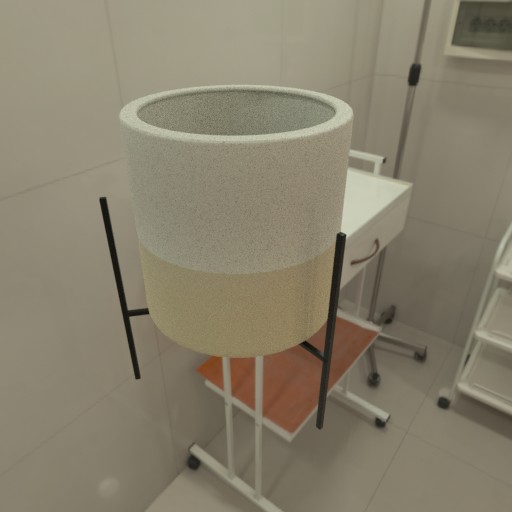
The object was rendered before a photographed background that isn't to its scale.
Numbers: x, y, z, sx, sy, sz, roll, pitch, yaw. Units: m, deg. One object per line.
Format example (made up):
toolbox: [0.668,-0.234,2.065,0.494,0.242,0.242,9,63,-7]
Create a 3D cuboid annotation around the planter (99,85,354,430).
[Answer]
planter: [0.000,0.000,0.550,0.267,0.362,0.263,21,37,30]
